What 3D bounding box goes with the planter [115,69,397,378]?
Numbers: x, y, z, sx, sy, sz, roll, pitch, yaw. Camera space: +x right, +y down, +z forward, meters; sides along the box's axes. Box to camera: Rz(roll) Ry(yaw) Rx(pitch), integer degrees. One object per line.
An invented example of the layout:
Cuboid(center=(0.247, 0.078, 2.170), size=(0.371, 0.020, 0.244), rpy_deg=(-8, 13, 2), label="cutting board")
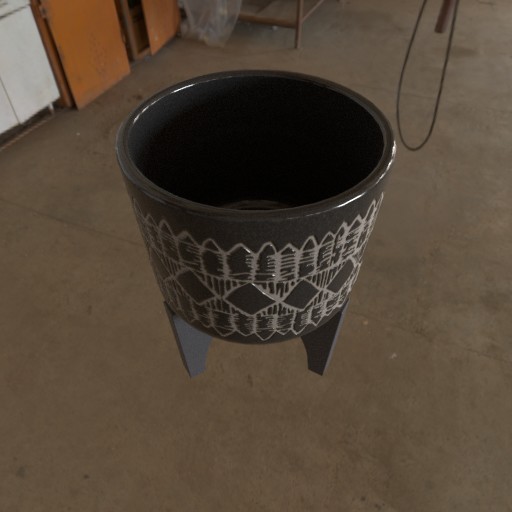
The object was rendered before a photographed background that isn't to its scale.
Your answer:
Cuboid(center=(0.000, 0.000, 0.409), size=(0.196, 0.264, 0.196), rpy_deg=(-24, 51, -21), label="planter")
